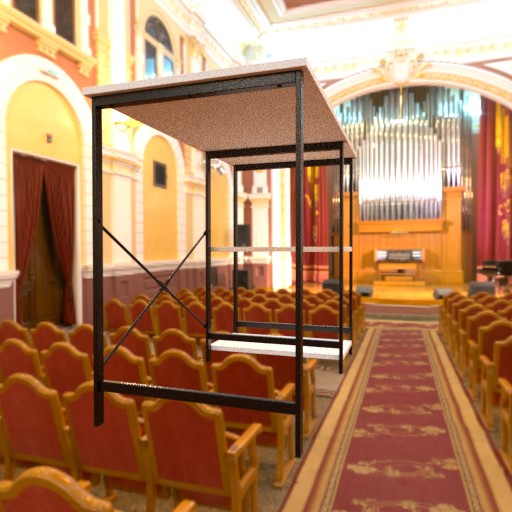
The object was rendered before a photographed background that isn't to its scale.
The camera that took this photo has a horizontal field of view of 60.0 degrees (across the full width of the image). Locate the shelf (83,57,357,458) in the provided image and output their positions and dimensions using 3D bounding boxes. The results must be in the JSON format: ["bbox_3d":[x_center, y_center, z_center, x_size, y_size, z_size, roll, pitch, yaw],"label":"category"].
[{"bbox_3d":[0.000,0.000,1.326,0.498,0.750,0.902,0,1,19],"label":"shelf"}]
